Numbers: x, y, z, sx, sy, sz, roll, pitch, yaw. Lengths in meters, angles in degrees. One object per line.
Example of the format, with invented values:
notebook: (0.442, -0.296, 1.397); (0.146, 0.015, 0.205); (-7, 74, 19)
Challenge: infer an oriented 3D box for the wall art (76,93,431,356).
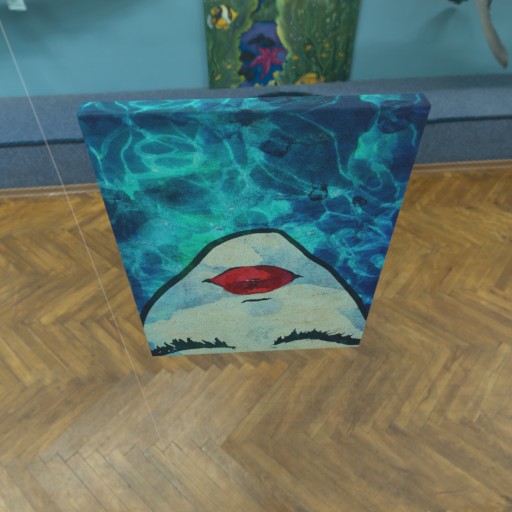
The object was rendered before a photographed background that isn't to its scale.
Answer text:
wall art: (0.000, 0.000, 0.872); (0.508, 0.635, 0.038); (-2, 46, -2)
